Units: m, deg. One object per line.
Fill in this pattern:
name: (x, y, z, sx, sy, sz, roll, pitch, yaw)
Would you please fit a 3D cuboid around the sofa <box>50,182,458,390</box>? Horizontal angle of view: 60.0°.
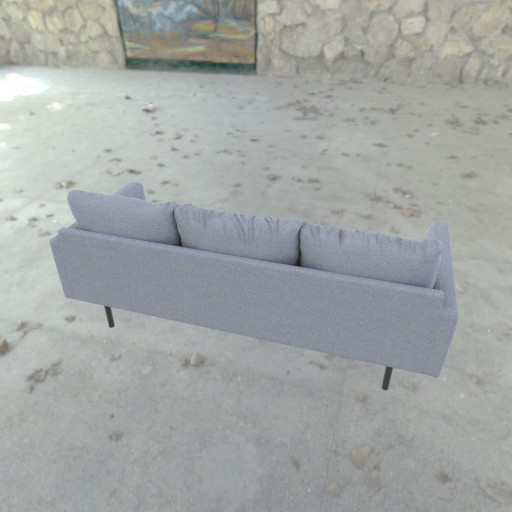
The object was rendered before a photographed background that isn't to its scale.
sofa: (0.000, 0.000, 2.469, 2.000, 0.830, 0.850, 9, 33, 15)
